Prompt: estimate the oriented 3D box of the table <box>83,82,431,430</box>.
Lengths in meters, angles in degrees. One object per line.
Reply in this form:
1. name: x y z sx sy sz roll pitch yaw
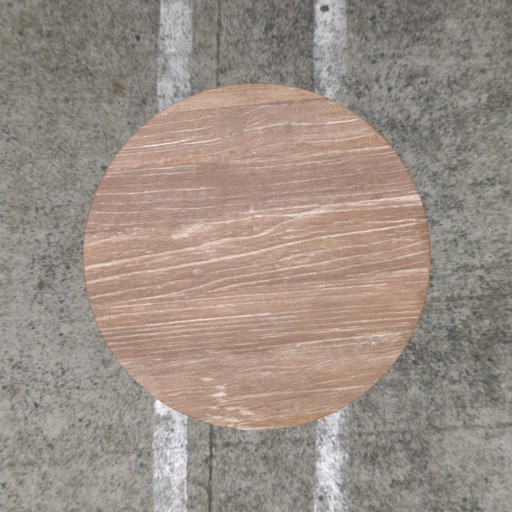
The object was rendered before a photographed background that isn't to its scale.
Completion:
1. table: 0.000 0.000 0.945 0.527 0.551 0.527 0 90 0
